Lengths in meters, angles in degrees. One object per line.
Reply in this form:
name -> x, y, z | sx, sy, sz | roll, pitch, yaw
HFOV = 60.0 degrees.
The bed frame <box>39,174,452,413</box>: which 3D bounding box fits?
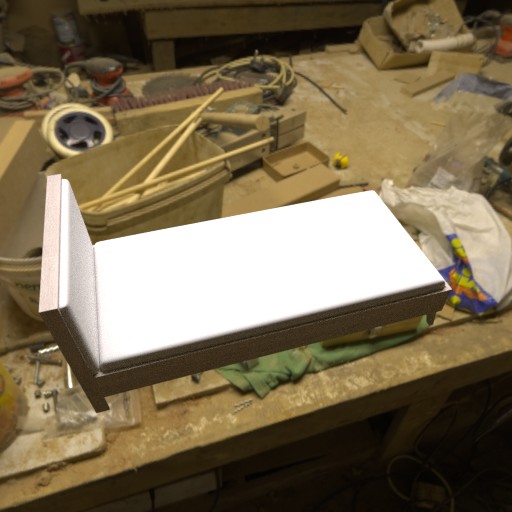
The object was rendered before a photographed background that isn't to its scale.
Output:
bed frame -> 0.000, 0.000, 2.682 | 2.140, 0.920, 0.990 | -12, 47, -11
